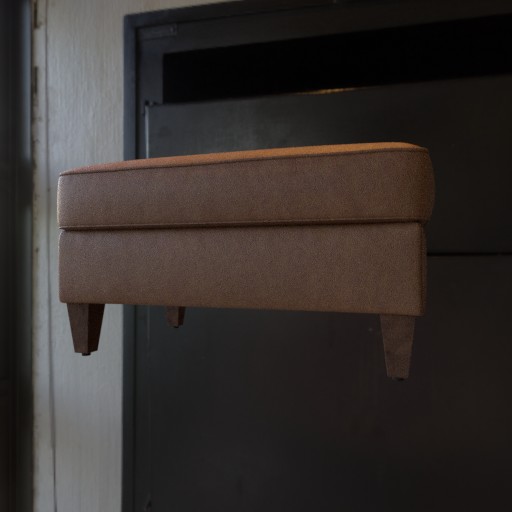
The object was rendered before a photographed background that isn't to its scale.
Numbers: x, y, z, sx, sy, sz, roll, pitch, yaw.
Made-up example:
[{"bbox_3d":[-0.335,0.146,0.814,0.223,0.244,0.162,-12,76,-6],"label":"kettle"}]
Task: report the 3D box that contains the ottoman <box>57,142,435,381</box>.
[{"bbox_3d":[0.000,0.000,1.182,0.864,0.483,0.584,0,0,18],"label":"ottoman"}]
